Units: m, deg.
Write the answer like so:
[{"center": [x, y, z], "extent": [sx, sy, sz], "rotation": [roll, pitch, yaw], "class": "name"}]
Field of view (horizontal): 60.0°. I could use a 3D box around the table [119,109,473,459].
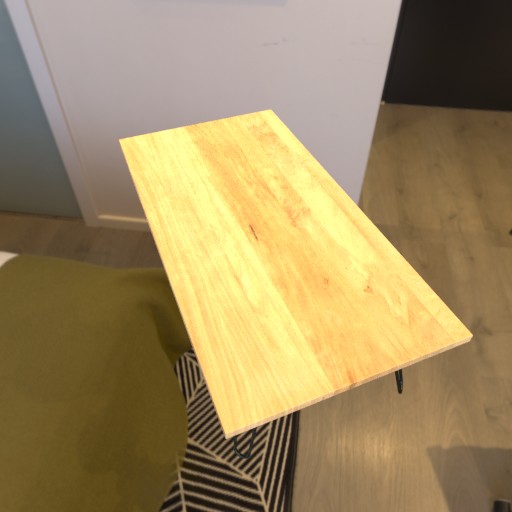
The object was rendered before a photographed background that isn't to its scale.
[{"center": [0.000, 0.000, 1.665], "extent": [0.699, 0.400, 1.348], "rotation": [-16, 48, -15], "class": "table"}]
